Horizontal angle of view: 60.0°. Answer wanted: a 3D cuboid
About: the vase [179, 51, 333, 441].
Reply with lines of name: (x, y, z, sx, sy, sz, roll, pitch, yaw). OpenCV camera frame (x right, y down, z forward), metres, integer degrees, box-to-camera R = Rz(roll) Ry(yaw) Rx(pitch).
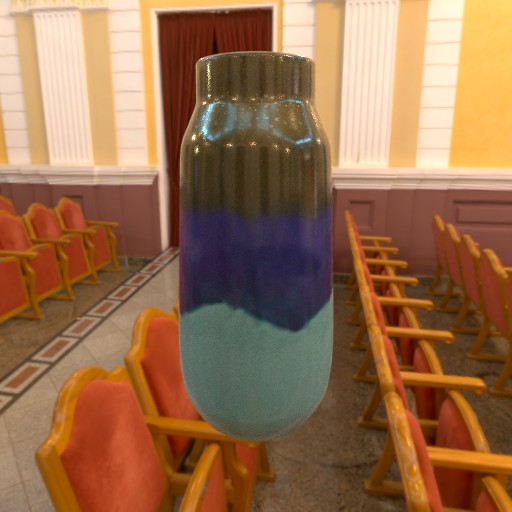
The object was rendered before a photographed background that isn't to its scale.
vase: (0.000, 0.000, 0.385, 0.139, 0.313, 0.139, 0, 15, 0)
